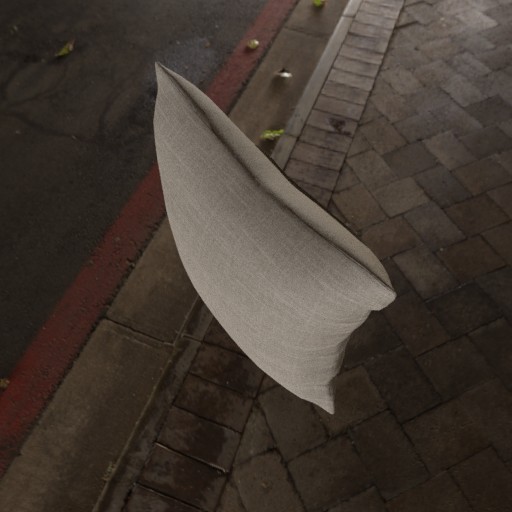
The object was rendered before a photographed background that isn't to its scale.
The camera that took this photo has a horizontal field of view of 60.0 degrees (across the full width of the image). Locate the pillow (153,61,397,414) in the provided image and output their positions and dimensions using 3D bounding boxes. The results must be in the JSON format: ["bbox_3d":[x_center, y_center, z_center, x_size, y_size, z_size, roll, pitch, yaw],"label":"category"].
[{"bbox_3d":[0.000,0.000,0.631,0.169,0.400,0.424,-32,63,-19],"label":"pillow"}]
